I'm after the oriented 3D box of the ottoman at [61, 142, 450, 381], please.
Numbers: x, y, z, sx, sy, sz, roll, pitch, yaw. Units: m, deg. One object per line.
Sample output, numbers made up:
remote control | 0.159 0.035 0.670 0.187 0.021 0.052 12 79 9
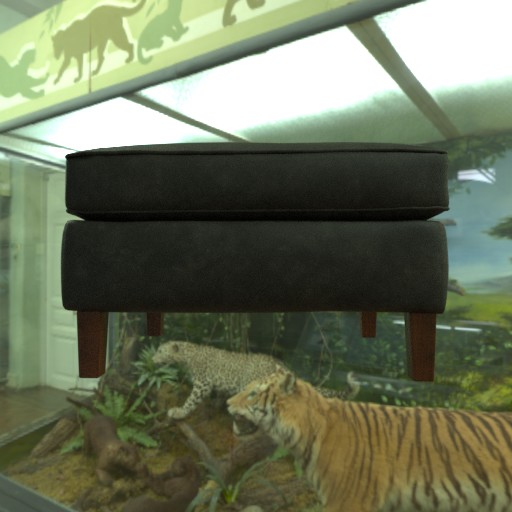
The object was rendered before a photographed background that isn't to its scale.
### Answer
ottoman | 0.000 0.000 0.952 0.665 0.413 0.501 0 -1 2
